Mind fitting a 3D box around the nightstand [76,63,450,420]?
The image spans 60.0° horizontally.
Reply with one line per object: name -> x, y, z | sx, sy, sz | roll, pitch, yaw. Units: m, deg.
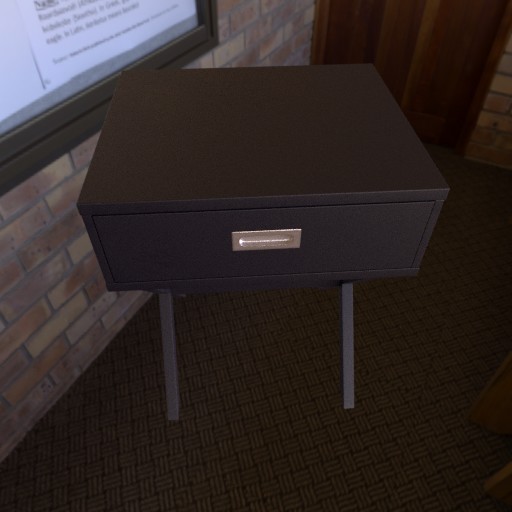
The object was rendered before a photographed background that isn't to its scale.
nightstand -> 0.000, 0.000, 0.927 | 0.479, 0.623, 0.402 | -3, 45, -3
